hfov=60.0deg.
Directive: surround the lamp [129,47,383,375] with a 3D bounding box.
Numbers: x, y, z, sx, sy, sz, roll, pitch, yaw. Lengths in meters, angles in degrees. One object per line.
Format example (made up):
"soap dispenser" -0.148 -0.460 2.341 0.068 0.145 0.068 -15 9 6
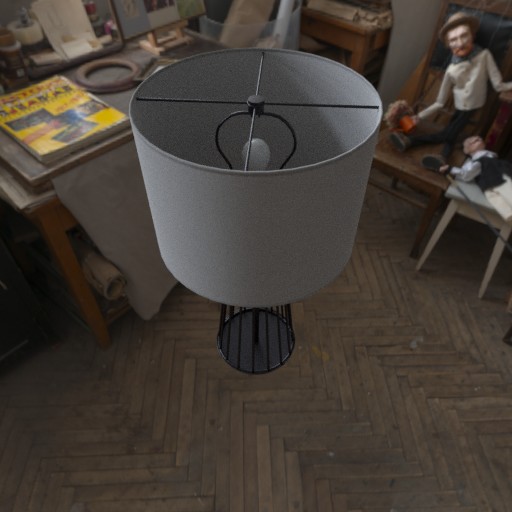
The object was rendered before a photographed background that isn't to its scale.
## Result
"lamp" 0.000 0.000 0.786 0.322 0.593 0.322 3 47 3
